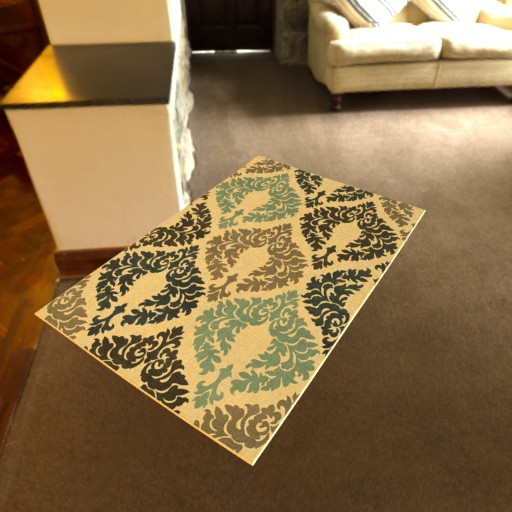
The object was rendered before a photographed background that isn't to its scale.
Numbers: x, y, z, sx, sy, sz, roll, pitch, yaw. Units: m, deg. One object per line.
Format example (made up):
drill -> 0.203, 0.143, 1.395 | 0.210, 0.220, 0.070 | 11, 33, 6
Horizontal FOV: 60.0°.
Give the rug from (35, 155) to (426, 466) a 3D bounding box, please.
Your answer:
rug -> 0.000, 0.000, 2.902 | 1.514, 0.014, 2.275 | 24, 46, 25
